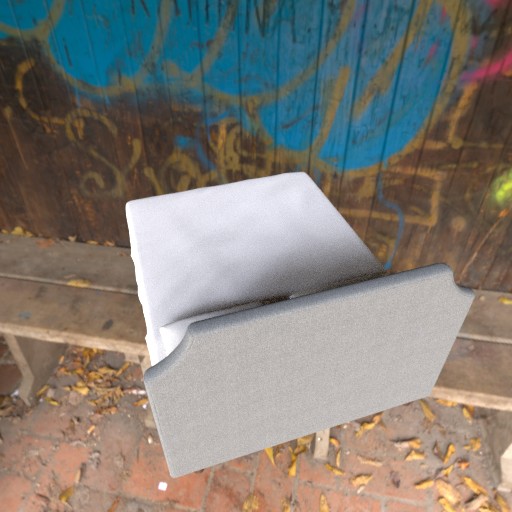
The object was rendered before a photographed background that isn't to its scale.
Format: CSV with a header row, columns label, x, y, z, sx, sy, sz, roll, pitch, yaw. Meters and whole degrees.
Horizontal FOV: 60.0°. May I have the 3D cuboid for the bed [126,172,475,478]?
label,x,y,z,sx,sy,sz,roll,pitch,yaw
bed,0.000,0.000,3.267,1.811,1.296,2.259,-12,42,-14
